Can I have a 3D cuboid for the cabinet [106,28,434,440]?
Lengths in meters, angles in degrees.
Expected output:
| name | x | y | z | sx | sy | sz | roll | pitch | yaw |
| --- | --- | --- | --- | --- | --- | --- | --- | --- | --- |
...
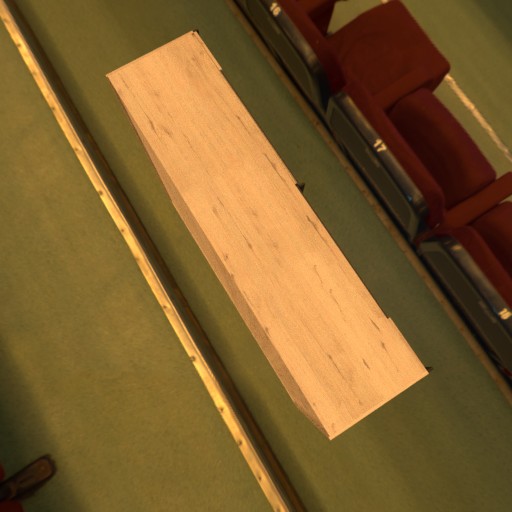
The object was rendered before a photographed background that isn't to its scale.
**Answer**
| name | x | y | z | sx | sy | sz | roll | pitch | yaw |
| --- | --- | --- | --- | --- | --- | --- | --- | --- | --- |
| cabinet | 0.000 | 0.000 | 3.603 | 0.660 | 2.180 | 2.500 | -31 | 78 | -7 |
